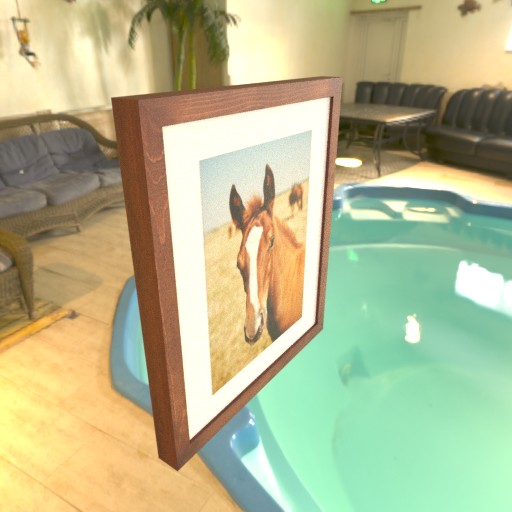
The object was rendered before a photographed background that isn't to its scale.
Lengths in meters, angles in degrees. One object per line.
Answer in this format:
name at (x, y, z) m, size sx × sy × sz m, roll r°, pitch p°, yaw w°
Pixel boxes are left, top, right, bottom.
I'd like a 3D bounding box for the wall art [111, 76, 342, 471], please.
wall art at (0.000, 0.000, 0.527) m, size 0.030 × 0.381 × 0.330 m, roll 17°, pitch 30°, yaw 32°
